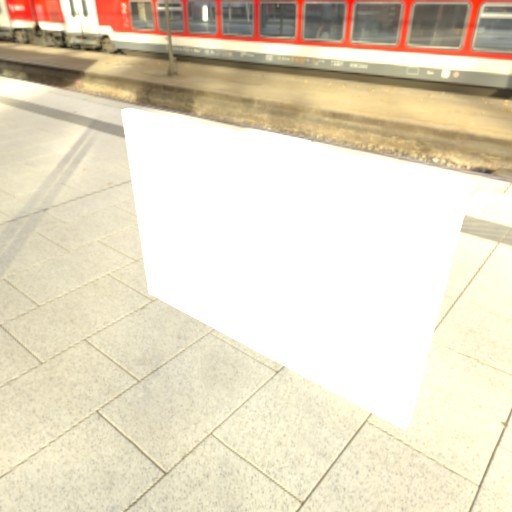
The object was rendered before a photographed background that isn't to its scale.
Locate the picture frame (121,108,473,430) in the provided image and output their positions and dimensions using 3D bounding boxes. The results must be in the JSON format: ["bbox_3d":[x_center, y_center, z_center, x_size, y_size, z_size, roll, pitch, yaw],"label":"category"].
[{"bbox_3d":[0.000,0.000,1.188,0.950,0.640,0.029,21,37,32],"label":"picture frame"}]
